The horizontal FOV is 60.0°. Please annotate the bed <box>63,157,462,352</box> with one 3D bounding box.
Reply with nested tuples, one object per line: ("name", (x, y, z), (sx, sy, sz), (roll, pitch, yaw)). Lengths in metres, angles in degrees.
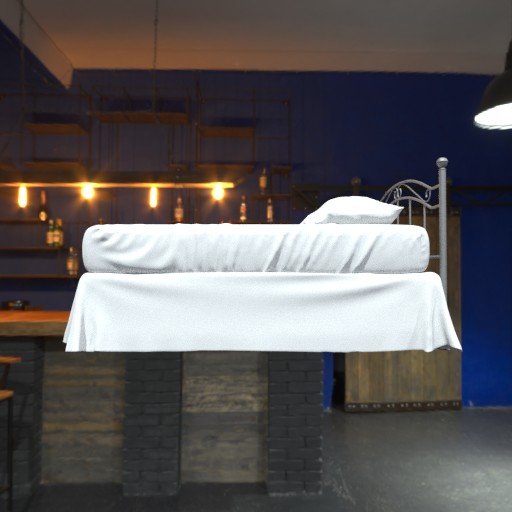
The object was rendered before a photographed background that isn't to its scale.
("bed", (0.000, 0.000, 3.277), (2.215, 1.080, 1.936), (0, -1, 0))
